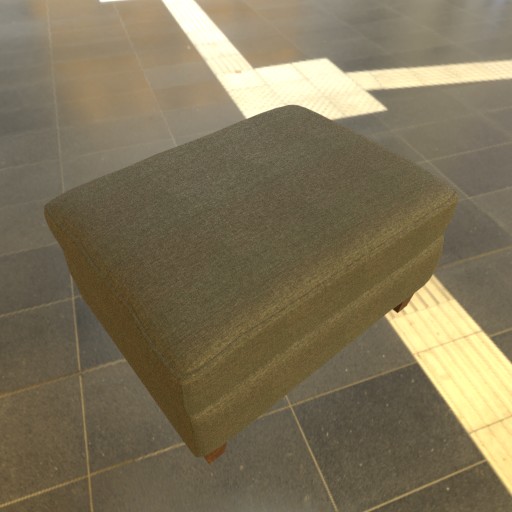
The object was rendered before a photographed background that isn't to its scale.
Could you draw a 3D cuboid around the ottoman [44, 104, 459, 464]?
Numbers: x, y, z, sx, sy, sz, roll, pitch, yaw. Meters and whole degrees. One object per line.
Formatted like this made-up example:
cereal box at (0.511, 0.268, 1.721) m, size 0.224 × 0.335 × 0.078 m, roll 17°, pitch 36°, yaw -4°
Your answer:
ottoman at (0.000, 0.000, 1.182) m, size 0.826 × 0.496 × 0.639 m, roll -30°, pitch 52°, yaw -27°
